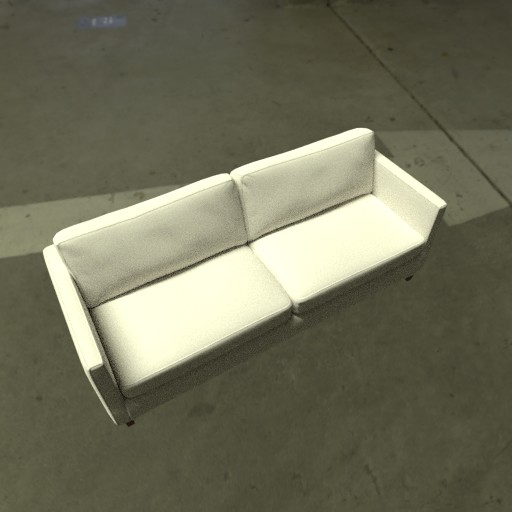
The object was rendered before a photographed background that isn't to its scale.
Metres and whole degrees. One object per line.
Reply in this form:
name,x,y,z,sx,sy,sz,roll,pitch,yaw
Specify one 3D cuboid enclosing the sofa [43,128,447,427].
sofa,0.000,0.000,2.892,2.361,0.962,0.951,-23,51,-20
